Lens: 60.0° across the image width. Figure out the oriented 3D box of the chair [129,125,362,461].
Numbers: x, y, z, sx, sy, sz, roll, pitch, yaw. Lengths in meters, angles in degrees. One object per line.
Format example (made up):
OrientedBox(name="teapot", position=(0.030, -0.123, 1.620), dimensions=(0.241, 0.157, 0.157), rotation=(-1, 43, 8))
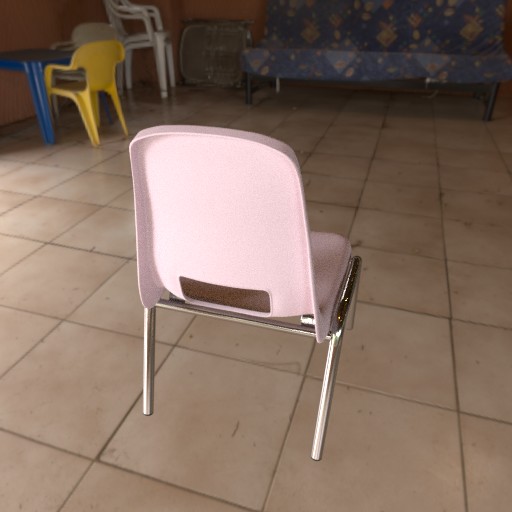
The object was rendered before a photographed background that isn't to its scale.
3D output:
OrientedBox(name="chair", position=(0.000, 0.000, 0.773), dimensions=(0.354, 0.536, 0.385), rotation=(9, 32, 15))
